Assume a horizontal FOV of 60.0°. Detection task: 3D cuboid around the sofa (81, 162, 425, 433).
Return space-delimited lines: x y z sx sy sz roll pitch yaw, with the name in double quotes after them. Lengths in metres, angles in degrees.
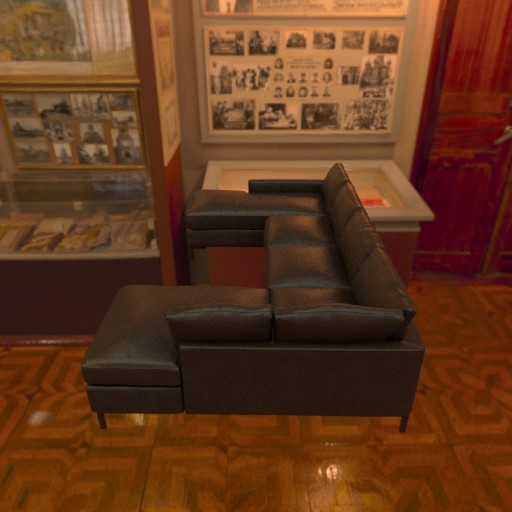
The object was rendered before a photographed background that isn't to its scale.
0.000 0.000 3.791 1.939 0.900 2.956 1 28 1 "sofa"
